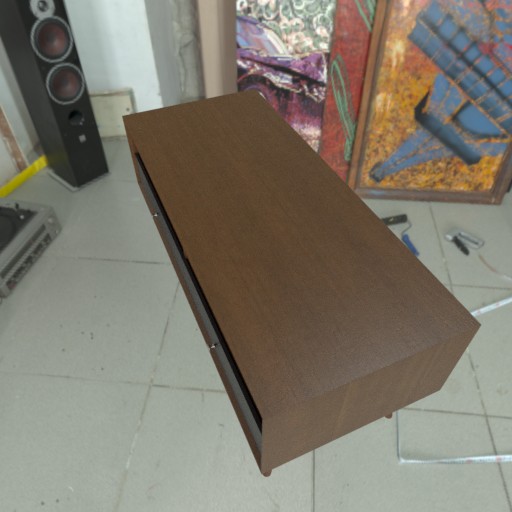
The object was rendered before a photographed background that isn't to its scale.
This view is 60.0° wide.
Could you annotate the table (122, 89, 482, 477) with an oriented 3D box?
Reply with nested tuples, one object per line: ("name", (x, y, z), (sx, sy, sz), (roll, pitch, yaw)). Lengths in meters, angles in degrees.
("table", (0.000, 0.000, 1.338), (0.490, 0.464, 1.119), (-18, 49, -16))
